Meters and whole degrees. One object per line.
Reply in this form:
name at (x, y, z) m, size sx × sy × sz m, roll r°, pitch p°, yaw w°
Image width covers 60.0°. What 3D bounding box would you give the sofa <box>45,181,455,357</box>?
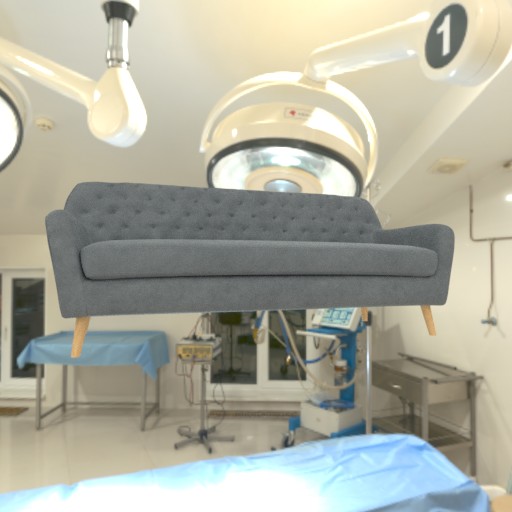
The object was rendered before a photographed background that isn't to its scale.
sofa at (0.000, 0.000, 2.363) m, size 1.975 × 0.832 × 0.841 m, roll 0°, pitch -1°, yaw -19°
